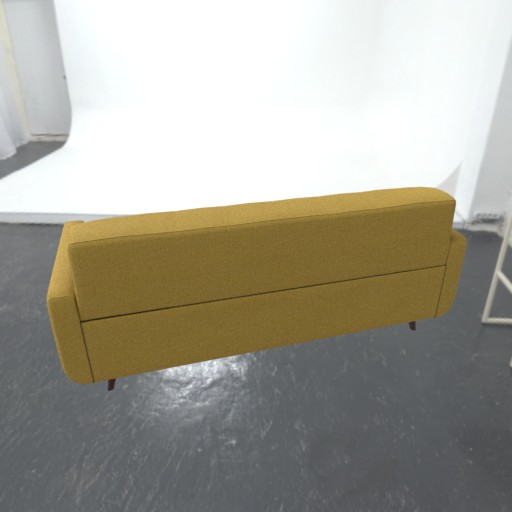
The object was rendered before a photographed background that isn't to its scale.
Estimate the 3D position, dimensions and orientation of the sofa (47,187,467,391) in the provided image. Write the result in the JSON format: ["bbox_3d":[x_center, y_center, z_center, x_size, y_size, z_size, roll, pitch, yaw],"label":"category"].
[{"bbox_3d":[0.000,0.000,2.483,2.029,0.841,0.909,-8,28,-15],"label":"sofa"}]
